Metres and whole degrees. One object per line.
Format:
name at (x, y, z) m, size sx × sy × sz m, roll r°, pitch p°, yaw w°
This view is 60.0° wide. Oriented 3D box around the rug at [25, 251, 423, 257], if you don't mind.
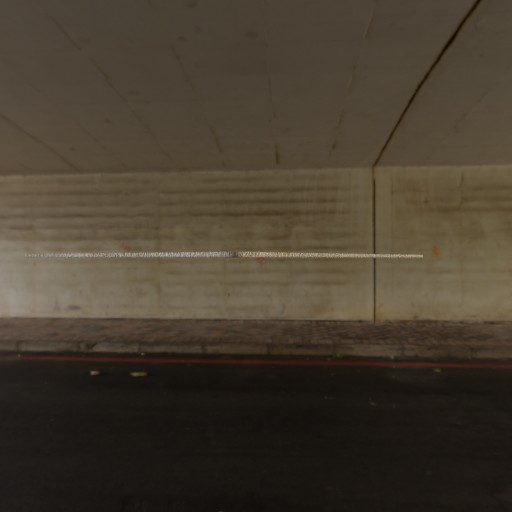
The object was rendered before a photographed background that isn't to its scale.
rug at (0.000, 0.000, 3.447) m, size 1.798 × 0.025 × 2.698 m, roll 0°, pitch 0°, yaw 36°
